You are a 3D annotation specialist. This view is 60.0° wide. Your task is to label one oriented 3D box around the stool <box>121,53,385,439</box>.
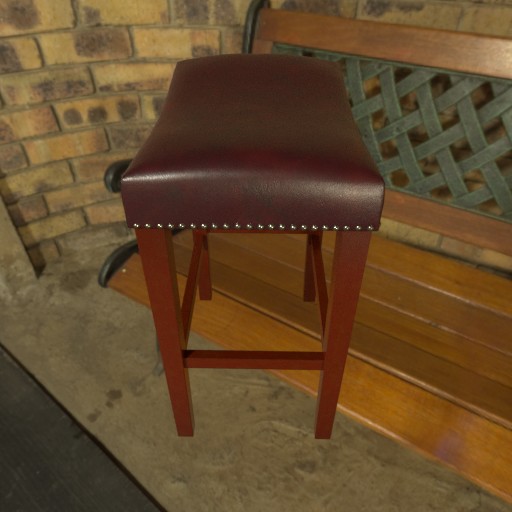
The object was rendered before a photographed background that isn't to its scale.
[{"bbox_3d":[0.000,0.000,1.000,0.372,0.742,0.504,1,41,1],"label":"stool"}]
